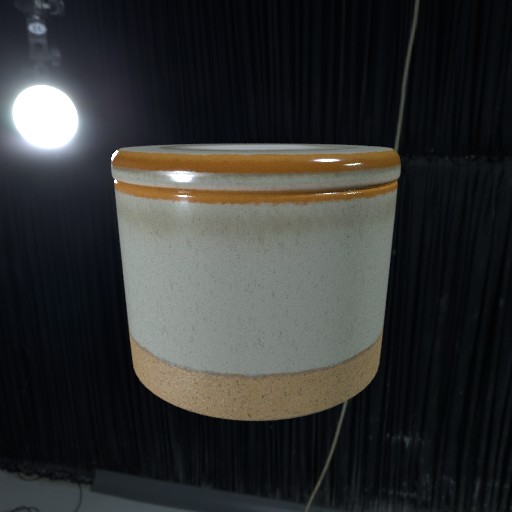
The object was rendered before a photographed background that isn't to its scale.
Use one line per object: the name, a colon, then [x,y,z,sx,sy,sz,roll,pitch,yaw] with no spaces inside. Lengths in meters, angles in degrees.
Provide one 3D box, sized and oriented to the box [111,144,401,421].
box: [0.000,0.000,0.209,0.123,0.100,0.123,0,16,0]
